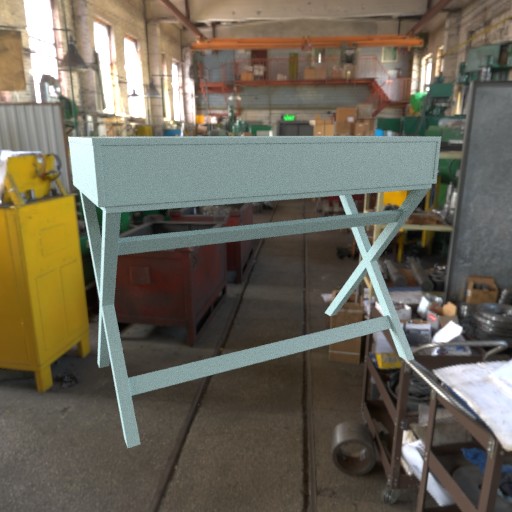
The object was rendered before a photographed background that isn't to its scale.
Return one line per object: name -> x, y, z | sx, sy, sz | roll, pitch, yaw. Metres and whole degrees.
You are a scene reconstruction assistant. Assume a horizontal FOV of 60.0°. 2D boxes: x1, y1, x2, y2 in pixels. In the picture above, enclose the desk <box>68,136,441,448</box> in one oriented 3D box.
desk -> 0.000, 0.000, 1.502 | 1.057, 0.780, 0.525 | -8, 17, -26
